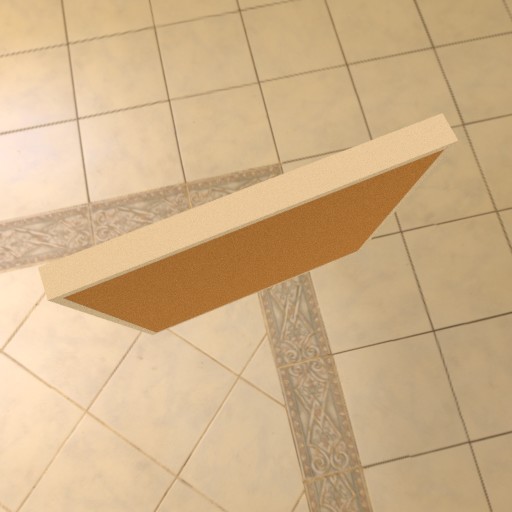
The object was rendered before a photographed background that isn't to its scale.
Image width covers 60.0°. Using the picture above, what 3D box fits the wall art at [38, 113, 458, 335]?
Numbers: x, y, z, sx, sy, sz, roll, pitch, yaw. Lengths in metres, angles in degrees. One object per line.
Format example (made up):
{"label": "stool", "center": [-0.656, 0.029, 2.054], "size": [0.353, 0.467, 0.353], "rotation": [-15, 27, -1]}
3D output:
{"label": "wall art", "center": [0.000, 0.000, 0.454], "size": [0.304, 0.304, 0.024], "rotation": [-22, 77, -5]}
